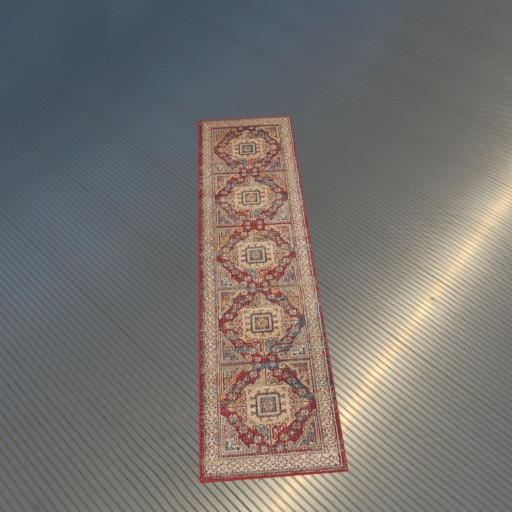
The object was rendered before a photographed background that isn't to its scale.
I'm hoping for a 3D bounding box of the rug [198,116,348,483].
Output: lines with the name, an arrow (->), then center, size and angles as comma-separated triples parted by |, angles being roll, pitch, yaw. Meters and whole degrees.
rug -> 0.000, 0.000, 2.548 | 0.659, 0.015, 2.292 | -3, 59, -2
